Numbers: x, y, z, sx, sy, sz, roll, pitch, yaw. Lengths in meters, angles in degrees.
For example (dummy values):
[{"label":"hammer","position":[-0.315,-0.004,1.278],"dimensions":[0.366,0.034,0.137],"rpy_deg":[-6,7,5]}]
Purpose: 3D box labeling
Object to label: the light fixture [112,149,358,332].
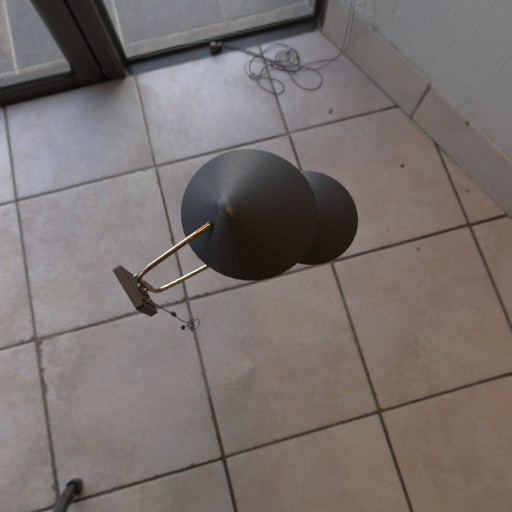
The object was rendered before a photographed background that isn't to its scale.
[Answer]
[{"label":"light fixture","position":[0.000,0.000,0.855],"dimensions":[0.422,0.665,0.189],"rpy_deg":[-33,78,-8]}]
